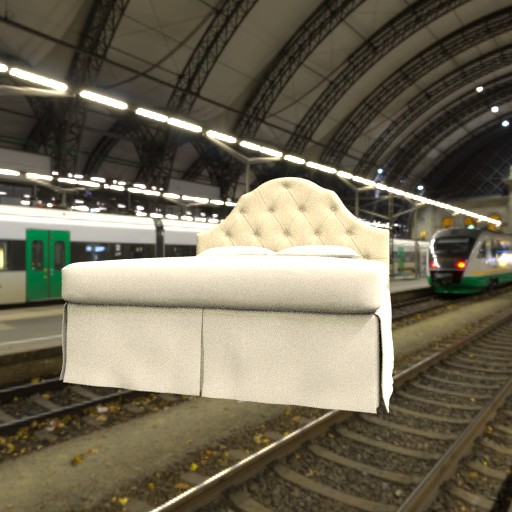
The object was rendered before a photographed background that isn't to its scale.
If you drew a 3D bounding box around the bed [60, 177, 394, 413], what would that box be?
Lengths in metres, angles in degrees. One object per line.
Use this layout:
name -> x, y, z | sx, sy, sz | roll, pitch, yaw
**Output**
bed -> 0.000, 0.000, 3.395 | 2.012, 1.555, 2.086 | 0, 0, 17
